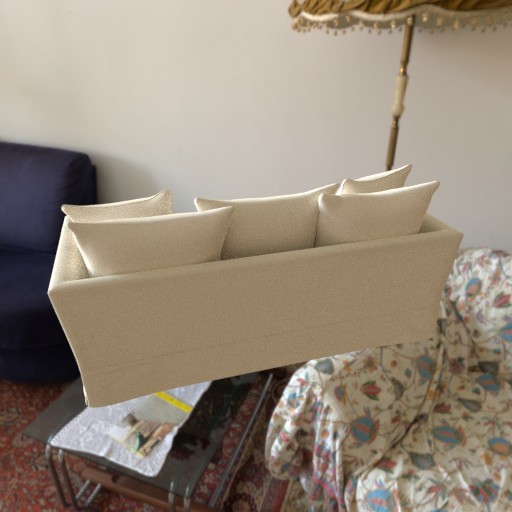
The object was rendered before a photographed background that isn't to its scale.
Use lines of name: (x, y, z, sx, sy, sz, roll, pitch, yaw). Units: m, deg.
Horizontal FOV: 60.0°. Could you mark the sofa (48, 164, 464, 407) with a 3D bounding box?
sofa: (0.000, 0.000, 2.833, 2.290, 1.034, 1.031, -8, 28, -15)
